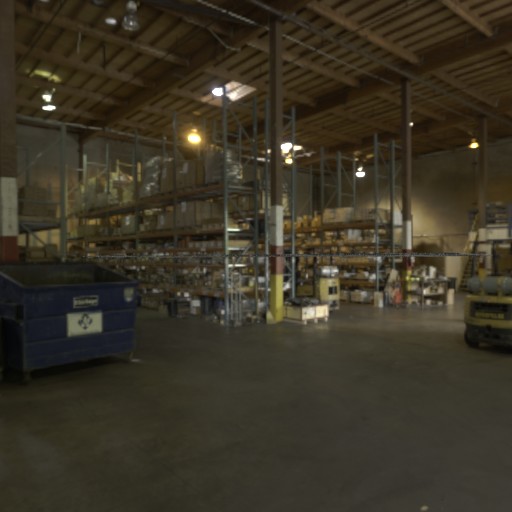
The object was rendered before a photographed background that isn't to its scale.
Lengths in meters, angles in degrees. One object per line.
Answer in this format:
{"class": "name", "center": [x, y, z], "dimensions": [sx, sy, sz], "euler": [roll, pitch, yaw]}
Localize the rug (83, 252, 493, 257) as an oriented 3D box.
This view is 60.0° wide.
{"class": "rug", "center": [0.000, 0.000, 2.666], "dimensions": [2.434, 0.012, 0.760], "euler": [0, -1, 36]}
